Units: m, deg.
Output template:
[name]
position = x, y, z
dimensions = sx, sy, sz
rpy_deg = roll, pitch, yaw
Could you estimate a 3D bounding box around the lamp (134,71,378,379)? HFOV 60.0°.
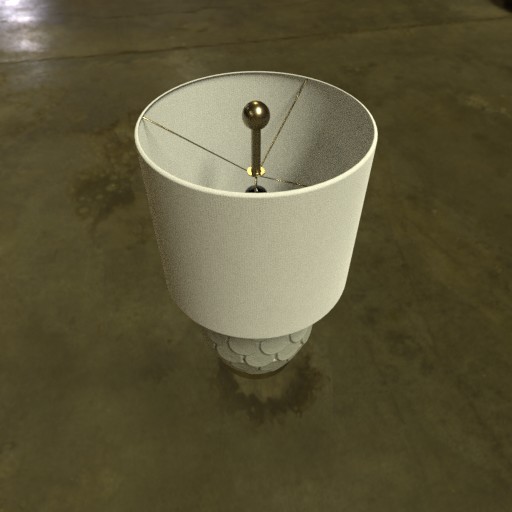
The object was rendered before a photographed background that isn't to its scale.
[lamp]
position = 0.000, 0.000, 0.616
dimensions = 0.254, 0.452, 0.254
rpy_deg = 0, 46, 0
